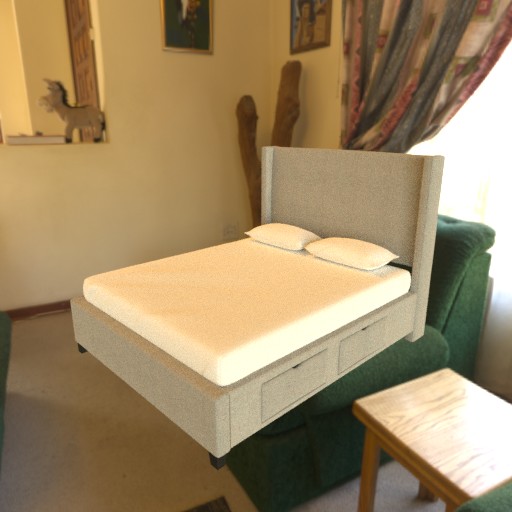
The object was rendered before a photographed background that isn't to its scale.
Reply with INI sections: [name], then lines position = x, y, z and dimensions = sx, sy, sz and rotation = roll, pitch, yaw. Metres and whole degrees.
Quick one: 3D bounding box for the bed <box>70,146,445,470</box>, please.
[bed]
position = 0.000, 0.000, 3.389
dimensions = 2.222, 1.491, 1.774
rotation = -16, 23, -42
